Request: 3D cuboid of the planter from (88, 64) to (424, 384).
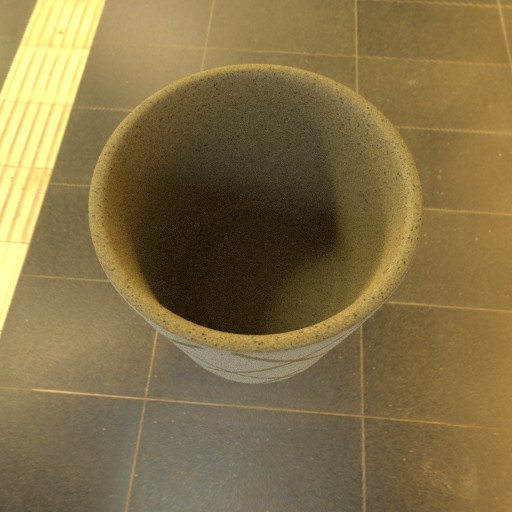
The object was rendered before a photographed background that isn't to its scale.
[{"bbox_3d":[0.000,0.000,0.344,0.191,0.199,0.191,0,66,0],"label":"planter"}]
